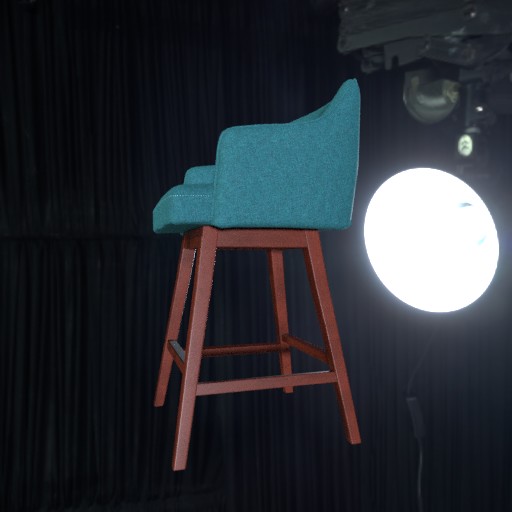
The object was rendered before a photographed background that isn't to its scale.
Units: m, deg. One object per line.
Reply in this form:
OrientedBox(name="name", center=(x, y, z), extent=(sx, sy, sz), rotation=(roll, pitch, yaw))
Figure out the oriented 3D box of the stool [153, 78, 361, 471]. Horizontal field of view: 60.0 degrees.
OrientedBox(name="stool", center=(0.000, 0.000, 1.297), extent=(0.556, 0.961, 0.548), rotation=(0, 0, -18))
